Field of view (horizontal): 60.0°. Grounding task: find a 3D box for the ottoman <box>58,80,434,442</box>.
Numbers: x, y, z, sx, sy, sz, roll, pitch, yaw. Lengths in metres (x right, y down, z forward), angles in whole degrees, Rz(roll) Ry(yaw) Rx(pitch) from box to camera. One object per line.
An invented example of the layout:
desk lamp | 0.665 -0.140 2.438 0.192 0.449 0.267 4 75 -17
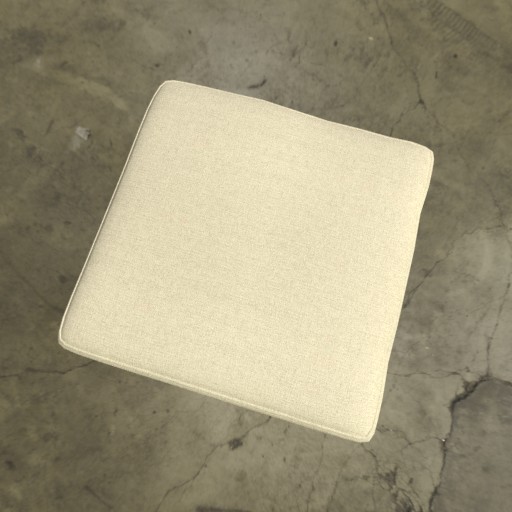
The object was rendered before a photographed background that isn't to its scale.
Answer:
ottoman | 0.000 0.000 1.358 0.838 0.478 0.838 16 76 4
